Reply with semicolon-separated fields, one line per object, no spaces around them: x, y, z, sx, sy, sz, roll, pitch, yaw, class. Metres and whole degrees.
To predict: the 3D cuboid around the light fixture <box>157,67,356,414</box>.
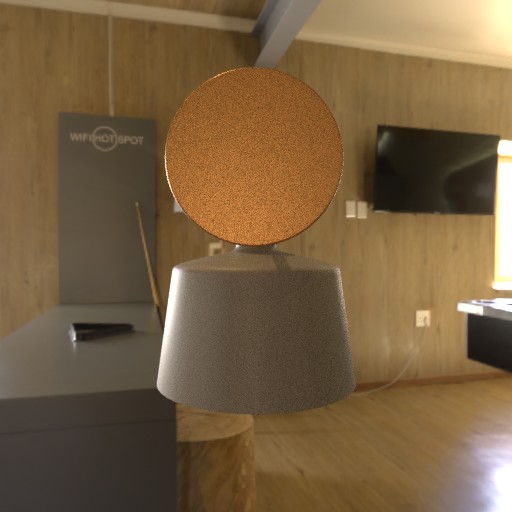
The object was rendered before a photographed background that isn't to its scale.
0.000;0.000;0.437;0.204;0.268;0.254;0;1;1;light fixture
